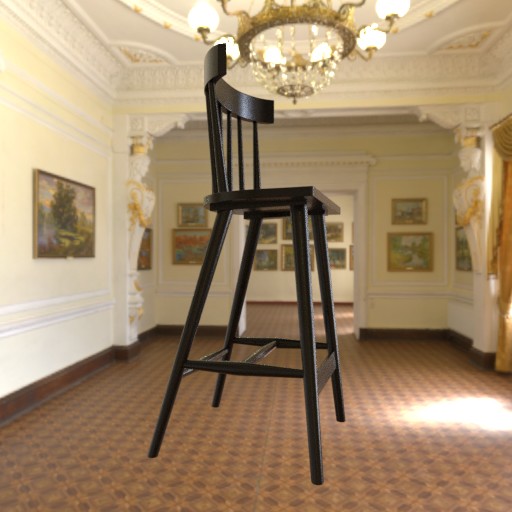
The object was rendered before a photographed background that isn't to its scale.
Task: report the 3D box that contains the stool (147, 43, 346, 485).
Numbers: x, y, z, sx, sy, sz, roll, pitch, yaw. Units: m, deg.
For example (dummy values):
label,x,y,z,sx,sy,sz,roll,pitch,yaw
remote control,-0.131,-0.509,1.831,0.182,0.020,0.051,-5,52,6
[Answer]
label,x,y,z,sx,sy,sz,roll,pitch,yaw
stool,0.000,0.000,1.341,0.483,1.092,0.482,0,0,18
